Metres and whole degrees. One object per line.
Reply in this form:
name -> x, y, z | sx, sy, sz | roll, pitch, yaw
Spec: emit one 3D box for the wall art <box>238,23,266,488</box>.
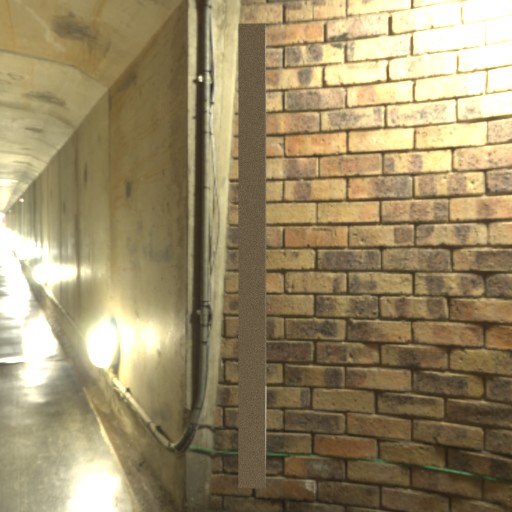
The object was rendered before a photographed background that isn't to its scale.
wall art -> 0.000, 0.000, 0.852 | 0.038, 0.657, 0.450 | 0, 0, 1
